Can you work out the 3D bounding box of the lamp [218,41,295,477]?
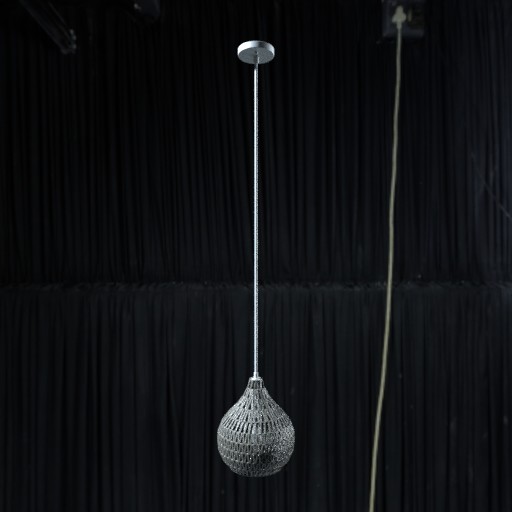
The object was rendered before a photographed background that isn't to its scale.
[{"bbox_3d":[0.000,0.000,2.054,0.355,1.919,0.355,0,0,-1],"label":"lamp"}]
